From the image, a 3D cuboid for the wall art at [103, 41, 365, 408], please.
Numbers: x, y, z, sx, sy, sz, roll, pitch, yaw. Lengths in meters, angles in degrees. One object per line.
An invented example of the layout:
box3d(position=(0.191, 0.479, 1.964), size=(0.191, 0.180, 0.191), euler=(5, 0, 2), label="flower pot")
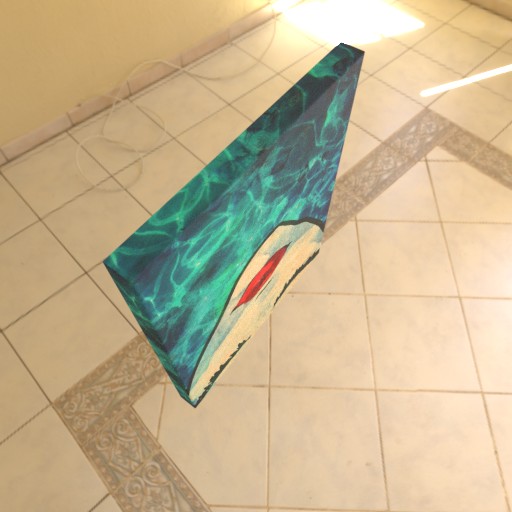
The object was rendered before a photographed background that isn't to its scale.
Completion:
box3d(position=(0.000, 0.000, 0.718), size=(0.038, 0.508, 0.432), euler=(33, 64, 18), label="wall art")
